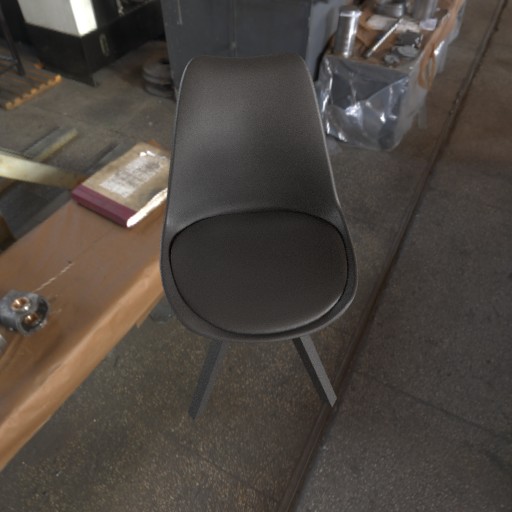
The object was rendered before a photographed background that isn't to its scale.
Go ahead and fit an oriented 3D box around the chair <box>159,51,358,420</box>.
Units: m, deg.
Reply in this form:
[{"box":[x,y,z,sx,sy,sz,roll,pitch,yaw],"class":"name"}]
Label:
[{"box":[0.000,0.000,1.184,0.485,0.850,0.550,-4,48,-4],"class":"chair"}]
